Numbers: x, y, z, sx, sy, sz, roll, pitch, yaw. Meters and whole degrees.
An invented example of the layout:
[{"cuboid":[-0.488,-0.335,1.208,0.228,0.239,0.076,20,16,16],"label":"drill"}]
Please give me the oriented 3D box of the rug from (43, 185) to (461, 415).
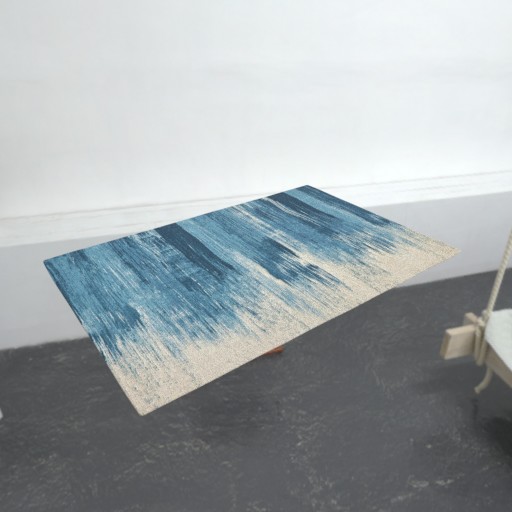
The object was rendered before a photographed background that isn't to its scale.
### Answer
[{"cuboid":[0.000,0.000,2.321,1.836,0.009,1.232,-20,36,-31],"label":"rug"}]
